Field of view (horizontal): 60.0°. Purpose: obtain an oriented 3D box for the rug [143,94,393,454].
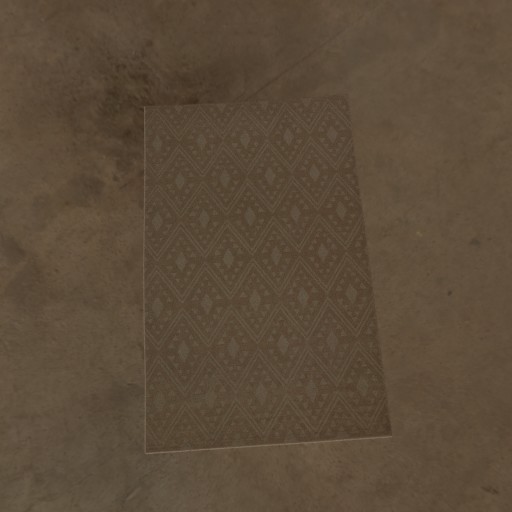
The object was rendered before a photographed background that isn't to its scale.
[{"bbox_3d":[0.000,0.000,3.051,1.553,0.053,2.430,-4,75,-1],"label":"rug"}]
